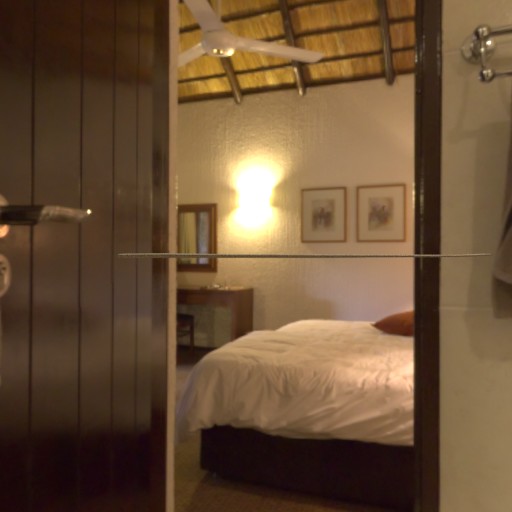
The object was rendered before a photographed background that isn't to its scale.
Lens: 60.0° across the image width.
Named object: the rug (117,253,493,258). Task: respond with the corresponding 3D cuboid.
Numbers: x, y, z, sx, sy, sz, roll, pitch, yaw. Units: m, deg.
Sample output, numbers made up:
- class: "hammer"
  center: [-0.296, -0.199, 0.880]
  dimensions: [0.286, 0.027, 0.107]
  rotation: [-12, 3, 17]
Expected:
- class: "rug"
  center: [0.000, 0.000, 3.946]
  dimensions: [2.343, 0.026, 2.925]
  rotation: [0, 0, -17]
